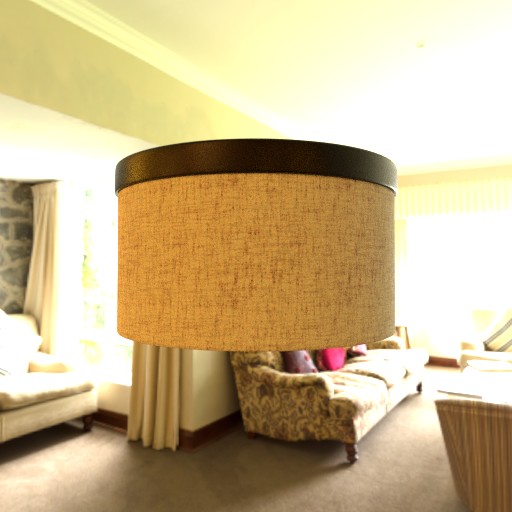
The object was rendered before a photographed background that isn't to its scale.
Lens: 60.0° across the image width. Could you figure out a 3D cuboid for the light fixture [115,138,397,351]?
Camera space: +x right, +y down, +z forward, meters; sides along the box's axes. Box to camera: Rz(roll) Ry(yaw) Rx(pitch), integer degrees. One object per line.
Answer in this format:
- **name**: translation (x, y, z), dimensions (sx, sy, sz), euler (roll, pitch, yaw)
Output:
- **light fixture**: translation (0.000, 0.000, 0.638), dimensions (0.389, 0.229, 0.389), euler (0, -2, 0)
